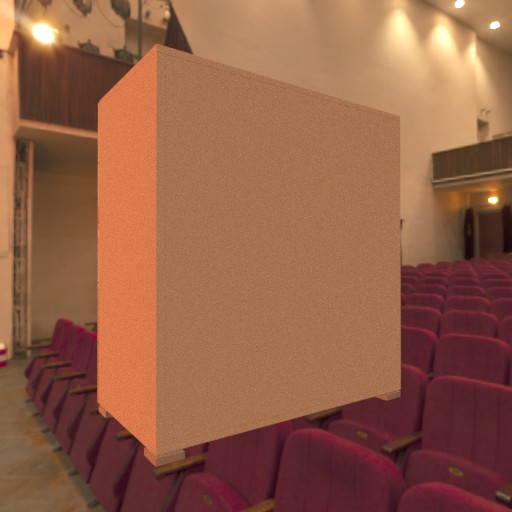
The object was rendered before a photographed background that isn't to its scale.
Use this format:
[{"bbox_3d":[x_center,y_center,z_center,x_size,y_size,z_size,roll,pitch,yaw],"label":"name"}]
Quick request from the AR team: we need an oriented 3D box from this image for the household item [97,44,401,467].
[{"bbox_3d":[0.000,0.000,1.313,0.800,0.870,0.420,0,0,-35],"label":"household item"}]
